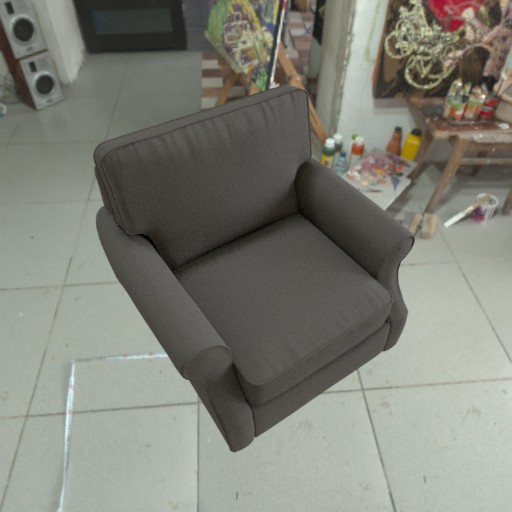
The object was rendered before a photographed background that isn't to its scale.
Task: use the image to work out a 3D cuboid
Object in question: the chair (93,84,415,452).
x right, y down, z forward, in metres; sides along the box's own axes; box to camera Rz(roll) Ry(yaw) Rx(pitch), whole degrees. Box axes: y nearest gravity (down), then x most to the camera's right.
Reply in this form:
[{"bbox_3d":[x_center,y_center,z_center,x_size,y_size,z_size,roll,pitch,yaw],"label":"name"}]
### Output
[{"bbox_3d":[0.000,0.000,1.761,1.029,0.967,0.966,-26,51,-23],"label":"chair"}]
